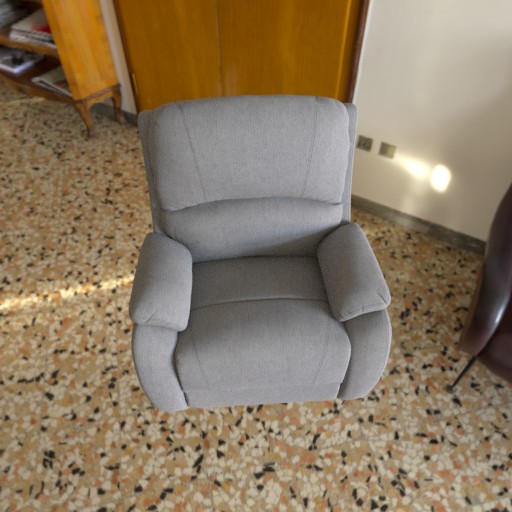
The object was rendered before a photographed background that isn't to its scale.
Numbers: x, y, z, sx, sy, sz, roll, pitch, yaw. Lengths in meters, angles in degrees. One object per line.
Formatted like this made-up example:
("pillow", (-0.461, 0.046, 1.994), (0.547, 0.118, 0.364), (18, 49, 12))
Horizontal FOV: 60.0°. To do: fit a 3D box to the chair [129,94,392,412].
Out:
("chair", (0.000, 0.000, 1.764), (0.930, 1.011, 0.899), (-3, 47, -3))
